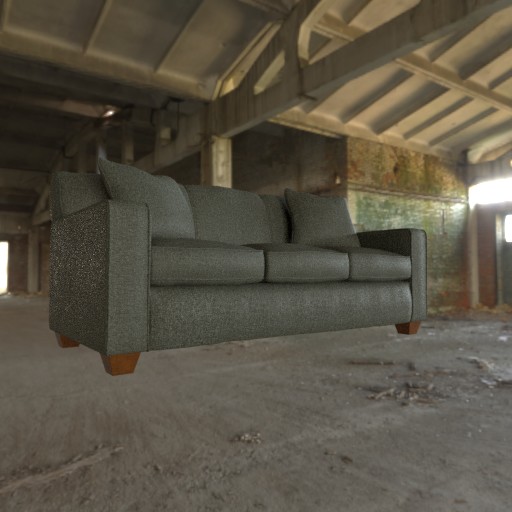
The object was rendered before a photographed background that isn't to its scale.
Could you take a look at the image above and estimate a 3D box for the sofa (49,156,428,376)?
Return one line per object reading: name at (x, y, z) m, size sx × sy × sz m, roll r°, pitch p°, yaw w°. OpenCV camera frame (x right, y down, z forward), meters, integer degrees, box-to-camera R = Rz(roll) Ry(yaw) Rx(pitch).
sofa at (0.000, 0.000, 2.557) m, size 2.024 × 0.958 × 0.997 m, roll 2°, pitch -3°, yaw -36°
